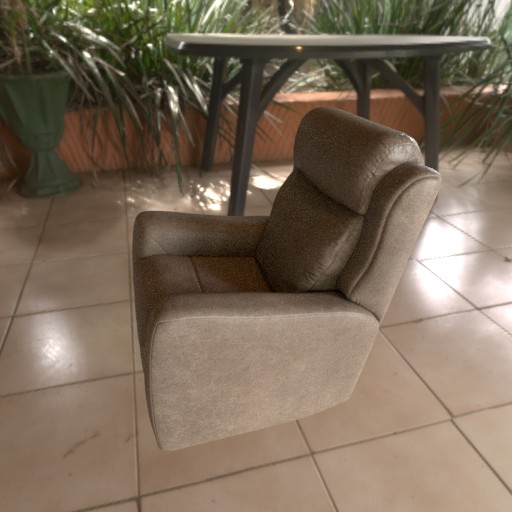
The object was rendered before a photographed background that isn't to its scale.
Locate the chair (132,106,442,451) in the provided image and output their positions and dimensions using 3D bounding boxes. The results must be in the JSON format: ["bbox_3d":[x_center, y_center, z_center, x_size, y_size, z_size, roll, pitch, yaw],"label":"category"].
[{"bbox_3d":[0.000,0.000,1.911,1.068,1.116,0.967,-8,29,-15],"label":"chair"}]
